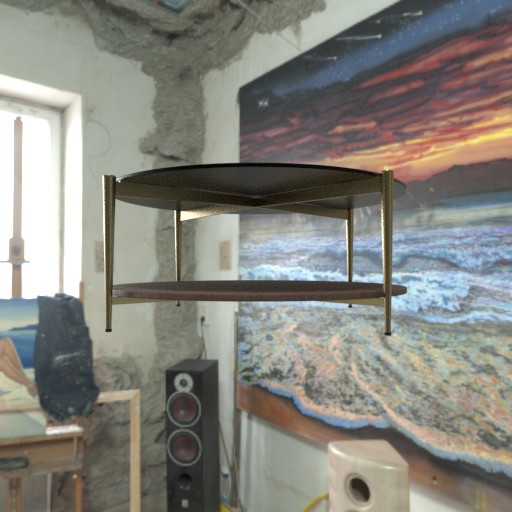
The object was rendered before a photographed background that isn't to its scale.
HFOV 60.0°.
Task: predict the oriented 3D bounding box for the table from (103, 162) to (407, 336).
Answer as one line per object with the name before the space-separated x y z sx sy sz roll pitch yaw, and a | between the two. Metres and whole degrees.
table | 0.000 0.000 1.456 0.938 0.400 0.938 0 -1 20
